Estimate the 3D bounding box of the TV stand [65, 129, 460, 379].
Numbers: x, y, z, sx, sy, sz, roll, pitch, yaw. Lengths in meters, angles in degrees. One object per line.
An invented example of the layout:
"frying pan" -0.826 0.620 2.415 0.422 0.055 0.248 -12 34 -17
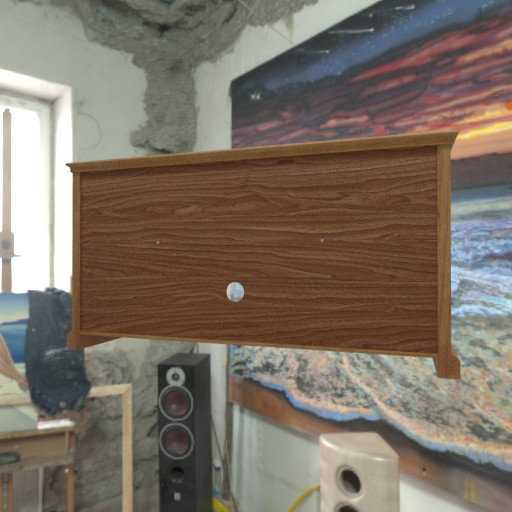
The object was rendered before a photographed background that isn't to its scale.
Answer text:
"TV stand" 0.000 0.000 1.454 1.181 0.607 0.417 0 0 19
